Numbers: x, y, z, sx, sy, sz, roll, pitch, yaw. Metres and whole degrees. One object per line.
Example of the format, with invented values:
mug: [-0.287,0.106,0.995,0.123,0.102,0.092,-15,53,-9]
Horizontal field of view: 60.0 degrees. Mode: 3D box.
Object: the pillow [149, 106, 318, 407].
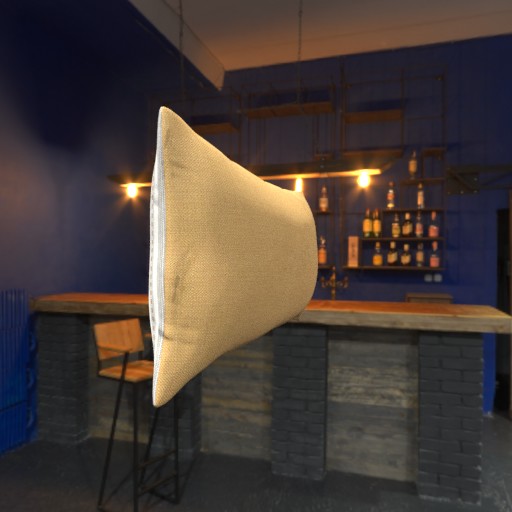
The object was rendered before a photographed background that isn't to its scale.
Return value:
pillow: [0.000,0.000,0.714,0.151,0.291,0.608,0,0,19]
